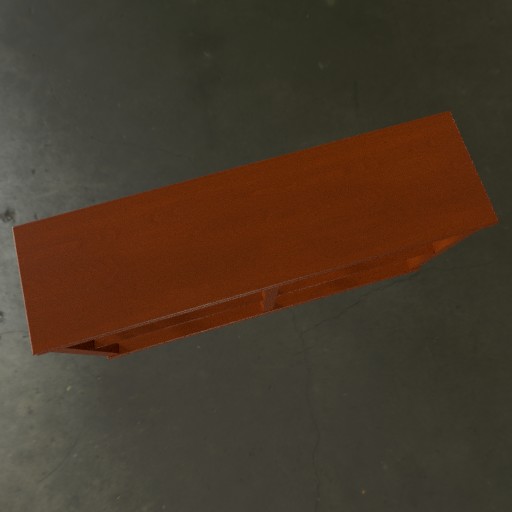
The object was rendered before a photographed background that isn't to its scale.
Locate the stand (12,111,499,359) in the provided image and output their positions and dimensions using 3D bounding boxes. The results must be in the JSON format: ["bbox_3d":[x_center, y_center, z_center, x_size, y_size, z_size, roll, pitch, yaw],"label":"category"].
[{"bbox_3d":[0.000,0.000,1.660,1.372,0.762,0.381,-16,76,-4],"label":"stand"}]
